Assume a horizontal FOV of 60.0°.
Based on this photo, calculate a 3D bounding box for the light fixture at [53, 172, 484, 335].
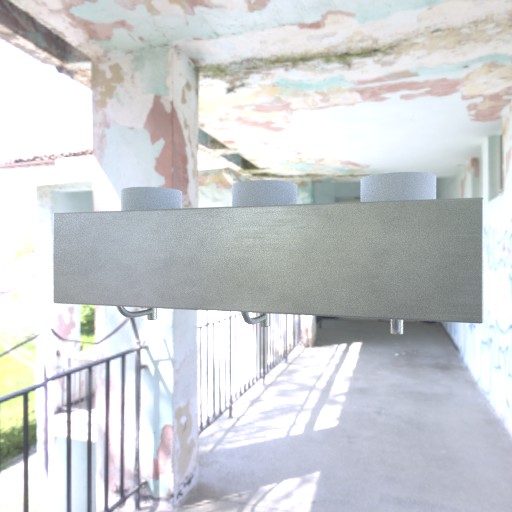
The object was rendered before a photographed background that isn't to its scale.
[{"bbox_3d":[0.000,0.000,0.511,0.451,0.172,0.145,0,1,19],"label":"light fixture"}]
